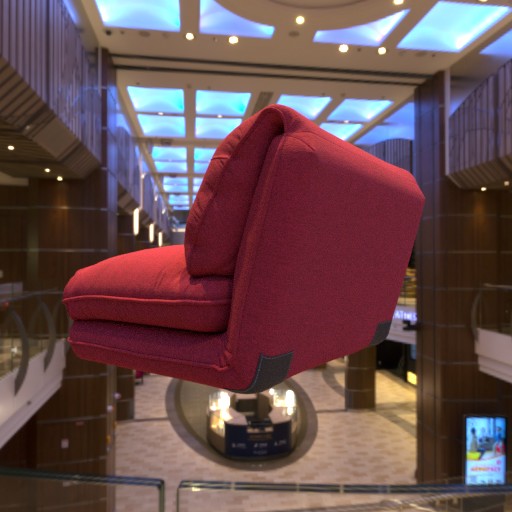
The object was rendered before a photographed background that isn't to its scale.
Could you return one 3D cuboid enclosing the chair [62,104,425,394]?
[{"bbox_3d":[0.000,0.000,1.316,0.780,0.580,0.820,-1,-1,36],"label":"chair"}]
